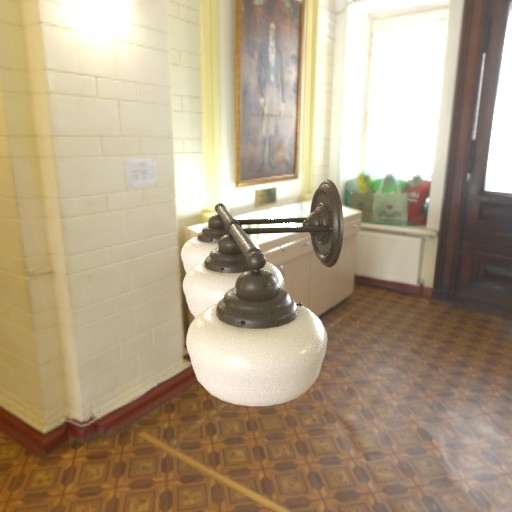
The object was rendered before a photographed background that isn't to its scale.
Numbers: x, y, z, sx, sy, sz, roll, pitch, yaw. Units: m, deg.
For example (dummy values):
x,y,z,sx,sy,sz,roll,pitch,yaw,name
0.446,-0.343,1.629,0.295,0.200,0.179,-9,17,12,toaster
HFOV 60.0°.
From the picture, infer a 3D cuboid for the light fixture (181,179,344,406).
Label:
x,y,z,sx,sy,sz,roll,pitch,yaw,name
0.000,0.000,0.720,0.239,0.242,0.587,-3,14,-10,light fixture
